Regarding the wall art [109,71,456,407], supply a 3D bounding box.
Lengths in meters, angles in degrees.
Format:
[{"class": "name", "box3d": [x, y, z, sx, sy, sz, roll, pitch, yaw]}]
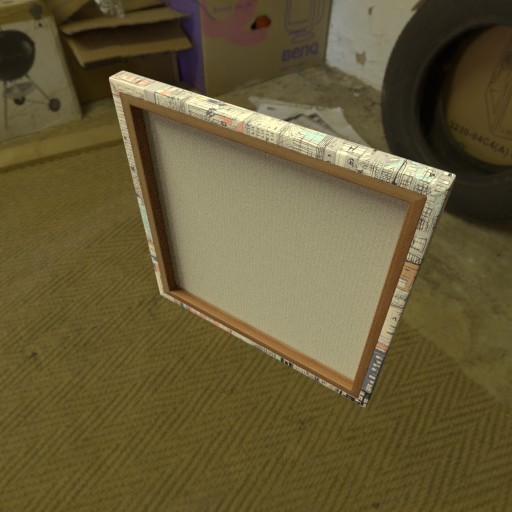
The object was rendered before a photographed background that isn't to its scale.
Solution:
[{"class": "wall art", "box3d": [0.000, 0.000, 0.903, 0.607, 0.608, 0.038, 25, 50, 22]}]
